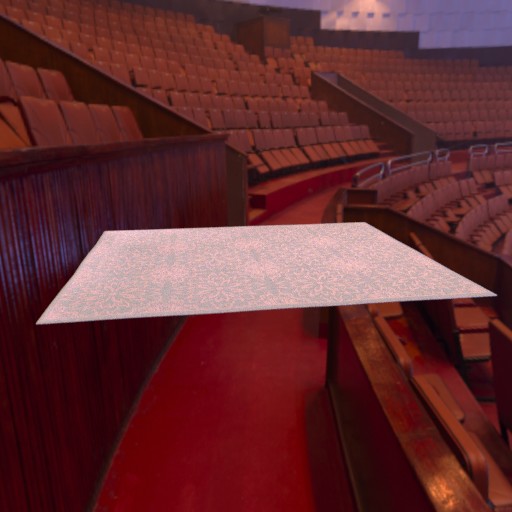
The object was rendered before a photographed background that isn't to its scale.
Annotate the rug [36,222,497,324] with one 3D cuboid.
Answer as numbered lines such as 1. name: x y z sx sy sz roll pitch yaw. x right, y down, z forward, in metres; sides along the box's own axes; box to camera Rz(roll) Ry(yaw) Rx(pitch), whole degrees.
1. rug: 0.000 0.000 3.934 2.980 0.012 2.363 -3 17 -8
